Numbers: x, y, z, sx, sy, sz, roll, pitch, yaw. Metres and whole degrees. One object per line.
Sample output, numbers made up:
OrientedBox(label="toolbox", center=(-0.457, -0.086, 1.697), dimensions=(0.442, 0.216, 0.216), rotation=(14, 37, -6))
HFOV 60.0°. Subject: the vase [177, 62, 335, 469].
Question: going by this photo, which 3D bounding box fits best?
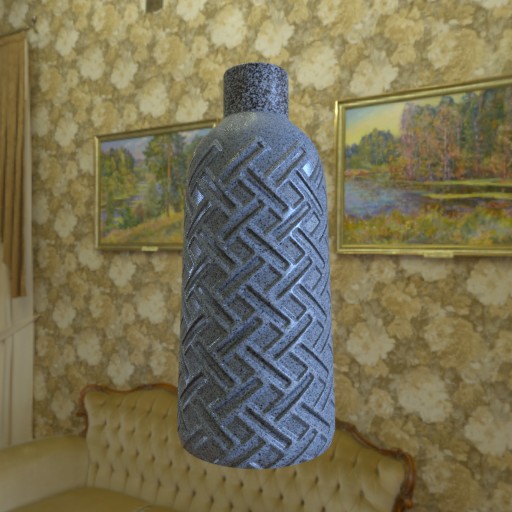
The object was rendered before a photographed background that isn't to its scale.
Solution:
OrientedBox(label="vase", center=(0.000, 0.000, 0.347), dimensions=(0.122, 0.282, 0.122), rotation=(0, 0, 0))
